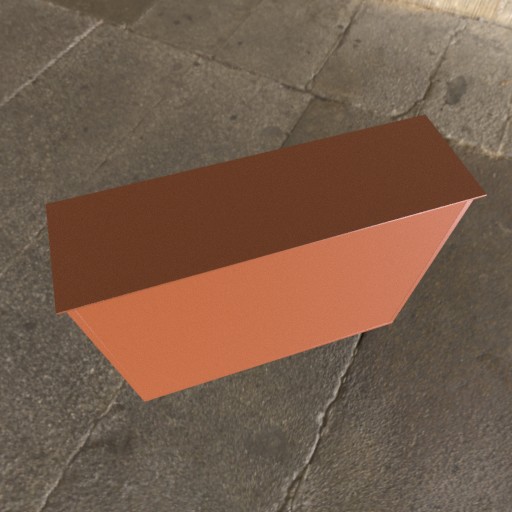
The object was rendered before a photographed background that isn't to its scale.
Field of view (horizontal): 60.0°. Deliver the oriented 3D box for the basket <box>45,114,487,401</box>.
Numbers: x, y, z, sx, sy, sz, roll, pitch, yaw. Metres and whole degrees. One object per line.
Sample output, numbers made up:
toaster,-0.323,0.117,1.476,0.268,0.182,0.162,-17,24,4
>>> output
basket,0.000,0.000,1.130,0.792,0.625,0.376,-15,60,-9
